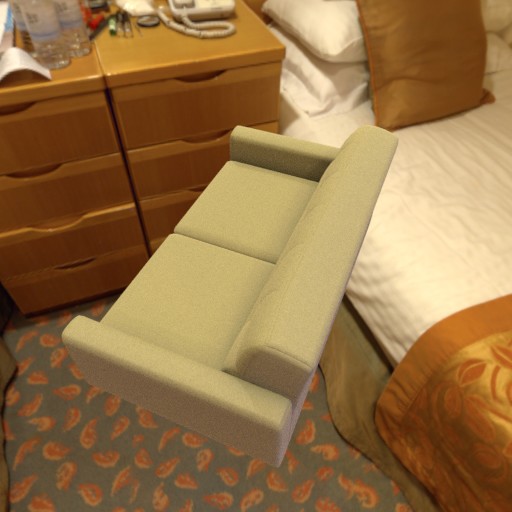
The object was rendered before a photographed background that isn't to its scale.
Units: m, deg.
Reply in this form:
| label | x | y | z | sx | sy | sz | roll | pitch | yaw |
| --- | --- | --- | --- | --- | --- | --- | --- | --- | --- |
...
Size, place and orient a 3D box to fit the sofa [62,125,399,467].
| label | x | y | z | sx | sy | sz | roll | pitch | yaw |
| --- | --- | --- | --- | --- | --- | --- | --- | --- | --- |
| sofa | 0.000 | 0.000 | 2.208 | 0.980 | 0.892 | 1.655 | 17 | 50 | 15 |
